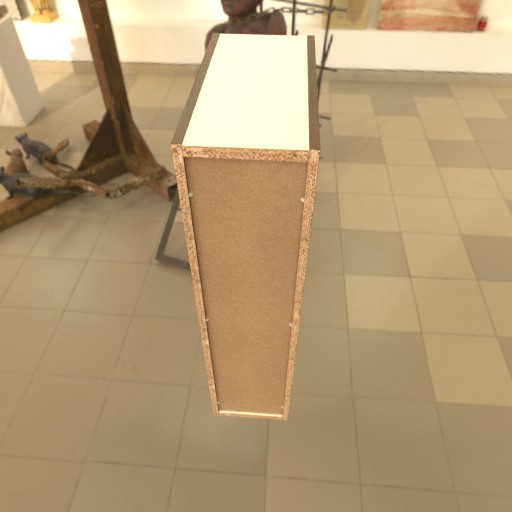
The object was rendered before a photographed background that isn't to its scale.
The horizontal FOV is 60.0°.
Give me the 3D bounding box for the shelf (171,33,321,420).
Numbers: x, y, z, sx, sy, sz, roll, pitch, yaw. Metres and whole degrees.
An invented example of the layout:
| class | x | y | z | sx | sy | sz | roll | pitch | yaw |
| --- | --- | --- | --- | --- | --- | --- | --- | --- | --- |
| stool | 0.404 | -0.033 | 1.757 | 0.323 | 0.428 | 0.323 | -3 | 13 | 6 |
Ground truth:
| class | x | y | z | sx | sy | sz | roll | pitch | yaw |
| --- | --- | --- | --- | --- | --- | --- | --- | --- | --- |
| shelf | 0.000 | 0.000 | 0.739 | 0.147 | 0.600 | 0.290 | 3 | 46 | 3 |
